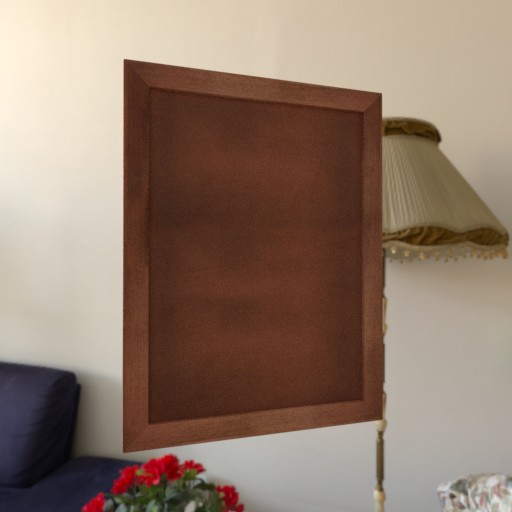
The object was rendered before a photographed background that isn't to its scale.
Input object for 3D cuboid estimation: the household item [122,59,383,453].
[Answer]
[{"bbox_3d":[0.000,0.000,0.536,0.310,0.407,0.067,0,0,-18],"label":"household item"}]
